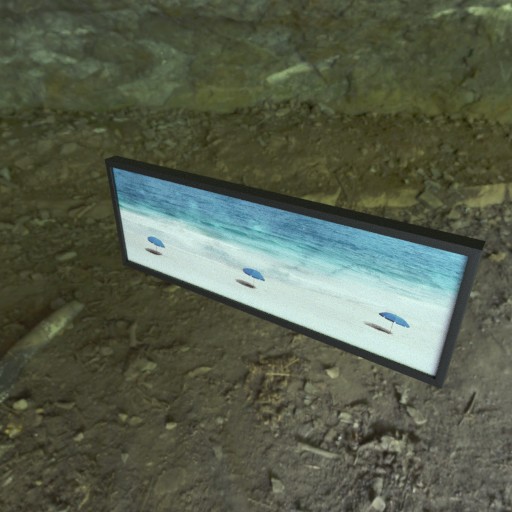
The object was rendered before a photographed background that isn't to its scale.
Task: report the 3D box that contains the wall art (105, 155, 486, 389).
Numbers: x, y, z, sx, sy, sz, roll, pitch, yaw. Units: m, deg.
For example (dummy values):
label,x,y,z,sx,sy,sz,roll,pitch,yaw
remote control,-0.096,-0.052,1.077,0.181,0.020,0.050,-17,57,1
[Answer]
label,x,y,z,sx,sy,sz,roll,pitch,yaw
wall art,0.000,0.000,0.981,0.860,0.303,0.037,18,34,28
